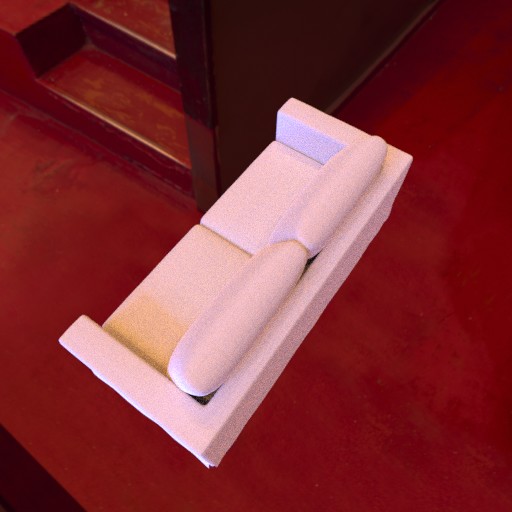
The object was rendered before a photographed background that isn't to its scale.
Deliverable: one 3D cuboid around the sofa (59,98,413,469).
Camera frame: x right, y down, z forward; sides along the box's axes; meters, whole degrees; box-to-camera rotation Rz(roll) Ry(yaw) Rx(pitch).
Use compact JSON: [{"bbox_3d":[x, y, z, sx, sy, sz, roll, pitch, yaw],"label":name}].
[{"bbox_3d":[0.000,0.000,2.690,0.954,0.881,2.163,32,66,16],"label":"sofa"}]
